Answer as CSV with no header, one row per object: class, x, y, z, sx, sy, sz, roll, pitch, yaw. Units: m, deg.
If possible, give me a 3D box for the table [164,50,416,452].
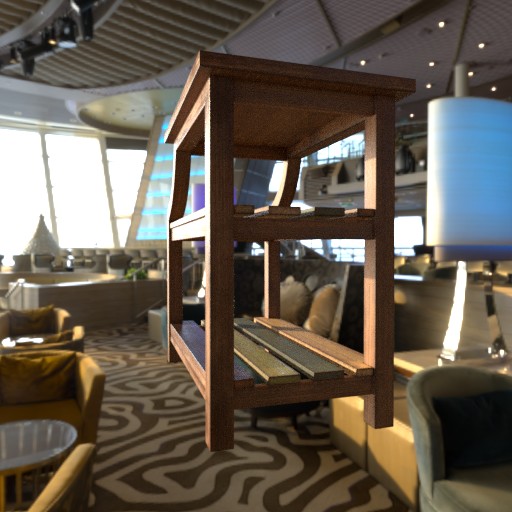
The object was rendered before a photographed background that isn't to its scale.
table,0.000,0.000,0.964,0.356,0.584,0.609,0,1,-17
